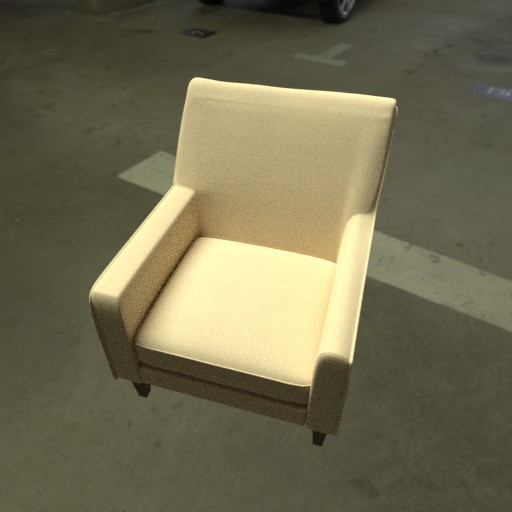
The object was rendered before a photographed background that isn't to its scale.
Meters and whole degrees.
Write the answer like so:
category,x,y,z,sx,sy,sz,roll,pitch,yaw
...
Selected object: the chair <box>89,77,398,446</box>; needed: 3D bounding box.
category,x,y,z,sx,sy,sz,roll,pitch,yaw
chair,0.000,0.000,1.588,0.780,0.919,0.899,11,42,12
